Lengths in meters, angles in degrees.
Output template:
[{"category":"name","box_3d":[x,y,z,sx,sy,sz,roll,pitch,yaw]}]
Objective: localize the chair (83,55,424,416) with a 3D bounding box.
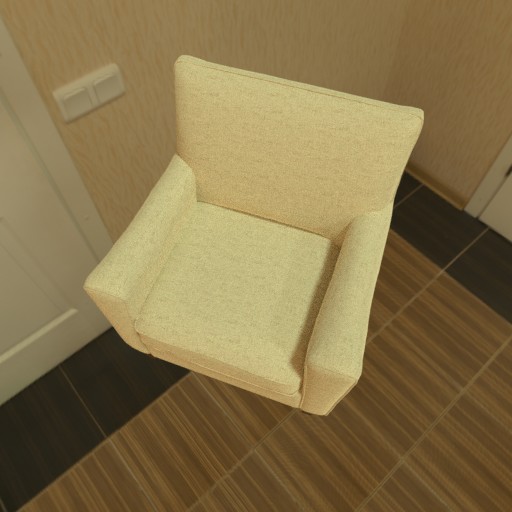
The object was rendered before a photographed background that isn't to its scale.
[{"category":"chair","box_3d":[0.000,0.000,1.602,0.870,0.943,0.823,17,60,10]}]
